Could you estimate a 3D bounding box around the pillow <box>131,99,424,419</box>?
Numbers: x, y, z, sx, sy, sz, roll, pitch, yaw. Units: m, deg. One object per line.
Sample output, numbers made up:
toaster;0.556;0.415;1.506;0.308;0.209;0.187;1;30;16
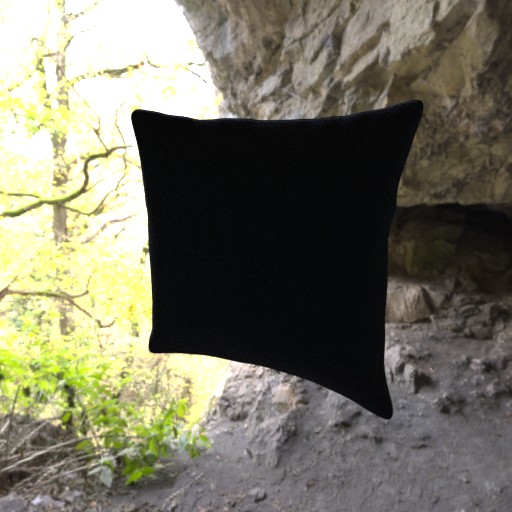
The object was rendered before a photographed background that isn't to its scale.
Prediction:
pillow;0.000;0.000;0.658;0.431;0.431;0.141;8;19;25
